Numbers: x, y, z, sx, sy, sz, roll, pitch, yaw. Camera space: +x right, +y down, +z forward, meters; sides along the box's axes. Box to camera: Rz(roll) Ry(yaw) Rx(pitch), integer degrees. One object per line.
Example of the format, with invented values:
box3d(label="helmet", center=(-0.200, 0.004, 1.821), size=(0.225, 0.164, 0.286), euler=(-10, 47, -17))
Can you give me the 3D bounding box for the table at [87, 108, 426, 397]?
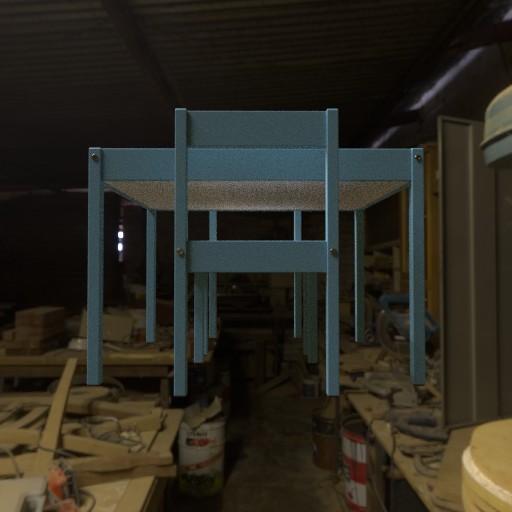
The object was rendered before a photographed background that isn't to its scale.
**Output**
box3d(label="table", center=(0.000, 0.000, 1.084), size=(0.639, 0.503, 0.633), euler=(0, -1, 0))
